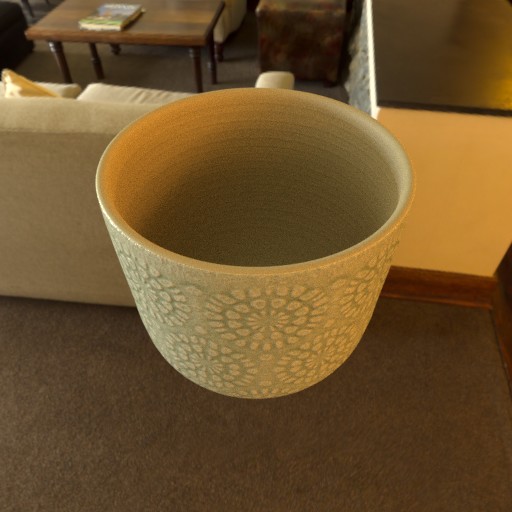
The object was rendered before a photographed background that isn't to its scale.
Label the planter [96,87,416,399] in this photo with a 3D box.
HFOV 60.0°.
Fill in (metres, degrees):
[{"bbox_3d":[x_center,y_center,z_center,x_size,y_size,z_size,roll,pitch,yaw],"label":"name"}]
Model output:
[{"bbox_3d":[0.000,0.000,0.294,0.169,0.153,0.169,0,46,0],"label":"planter"}]
